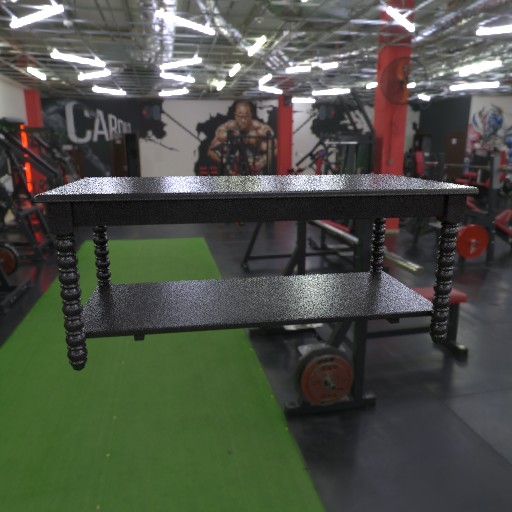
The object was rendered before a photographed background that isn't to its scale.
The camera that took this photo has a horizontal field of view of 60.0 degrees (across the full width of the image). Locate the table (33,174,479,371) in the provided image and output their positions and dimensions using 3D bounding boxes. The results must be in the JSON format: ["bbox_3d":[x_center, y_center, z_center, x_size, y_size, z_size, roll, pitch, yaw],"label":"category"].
[{"bbox_3d":[0.000,0.000,1.473,1.171,0.487,0.580,-2,14,-9],"label":"table"}]
